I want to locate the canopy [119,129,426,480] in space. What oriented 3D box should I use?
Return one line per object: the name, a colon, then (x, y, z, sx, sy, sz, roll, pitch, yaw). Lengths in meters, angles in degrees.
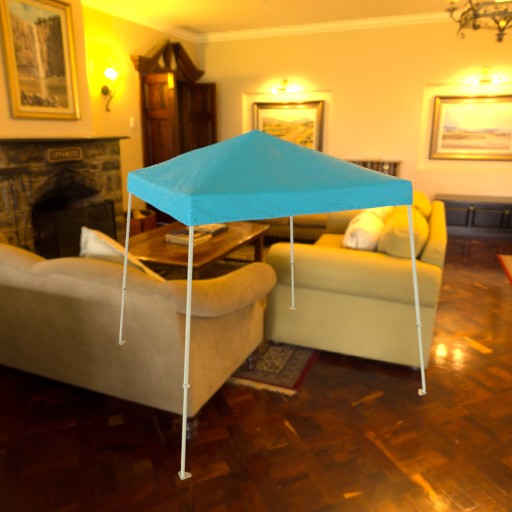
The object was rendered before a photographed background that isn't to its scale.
canopy: (0.000, 0.000, 5.197, 2.849, 2.850, 2.850, -8, 17, -26)
